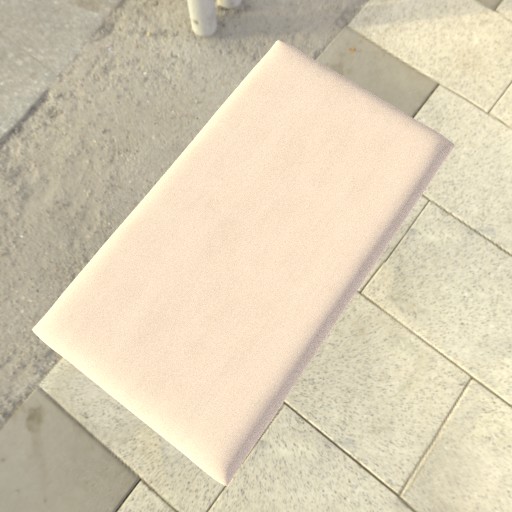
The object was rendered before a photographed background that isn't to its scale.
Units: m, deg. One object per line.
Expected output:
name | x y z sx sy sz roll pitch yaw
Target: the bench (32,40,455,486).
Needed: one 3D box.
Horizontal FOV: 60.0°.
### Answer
bench | 0.000 0.000 1.148 0.500 0.449 0.887 35 77 9
